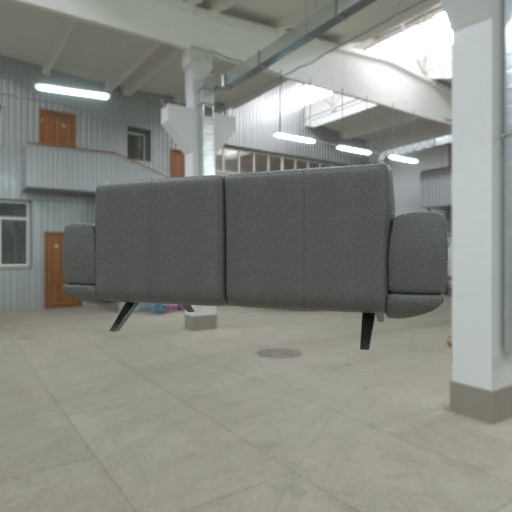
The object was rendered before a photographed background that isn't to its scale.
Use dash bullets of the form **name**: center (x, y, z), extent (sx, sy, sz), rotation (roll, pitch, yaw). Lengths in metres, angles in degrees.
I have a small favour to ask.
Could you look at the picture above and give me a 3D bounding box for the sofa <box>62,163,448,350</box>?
- **sofa**: center (0.000, 0.000, 2.442), extent (1.901, 0.772, 0.900), rotation (0, 0, 20)
